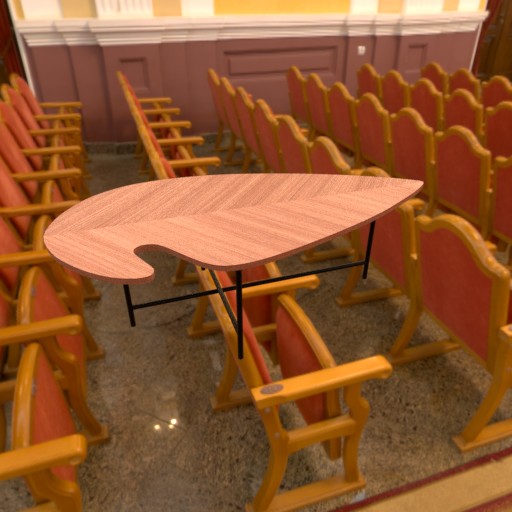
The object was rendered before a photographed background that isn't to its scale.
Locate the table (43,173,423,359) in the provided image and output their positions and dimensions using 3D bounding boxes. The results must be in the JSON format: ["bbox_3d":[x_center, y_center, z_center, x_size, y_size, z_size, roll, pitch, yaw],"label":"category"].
[{"bbox_3d":[0.000,0.000,1.443,1.199,0.360,0.598,-10,33,-16],"label":"table"}]
